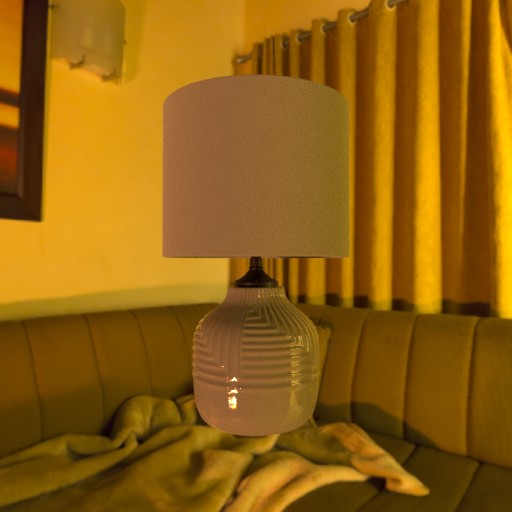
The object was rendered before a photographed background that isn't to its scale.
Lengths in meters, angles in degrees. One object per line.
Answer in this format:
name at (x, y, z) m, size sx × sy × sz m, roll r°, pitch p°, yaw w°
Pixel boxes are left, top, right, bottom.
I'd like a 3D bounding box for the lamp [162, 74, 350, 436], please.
lamp at (0.000, 0.000, 0.768) m, size 0.318 × 0.567 × 0.318 m, roll 0°, pitch -1°, yaw 0°
